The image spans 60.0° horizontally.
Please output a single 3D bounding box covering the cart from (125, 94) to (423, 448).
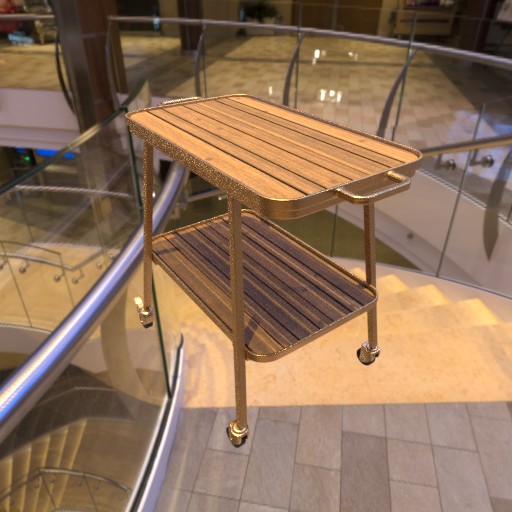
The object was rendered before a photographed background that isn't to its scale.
[{"bbox_3d":[0.000,0.000,1.234,0.524,0.700,0.806,-21,38,-29],"label":"cart"}]
